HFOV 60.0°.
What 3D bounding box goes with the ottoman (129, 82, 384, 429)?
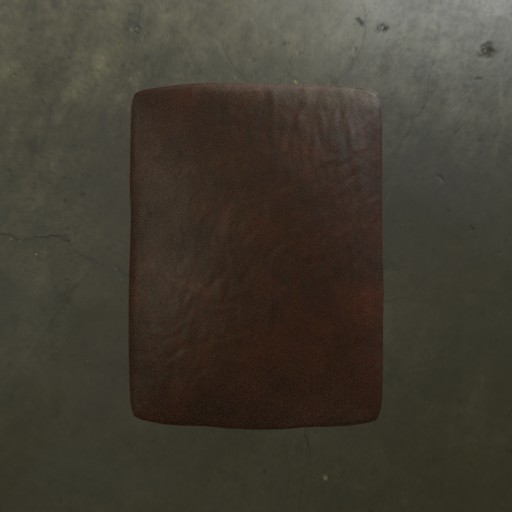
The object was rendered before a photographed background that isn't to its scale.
[{"bbox_3d":[0.000,0.000,1.302,0.659,0.527,0.887,0,90,1],"label":"ottoman"}]
